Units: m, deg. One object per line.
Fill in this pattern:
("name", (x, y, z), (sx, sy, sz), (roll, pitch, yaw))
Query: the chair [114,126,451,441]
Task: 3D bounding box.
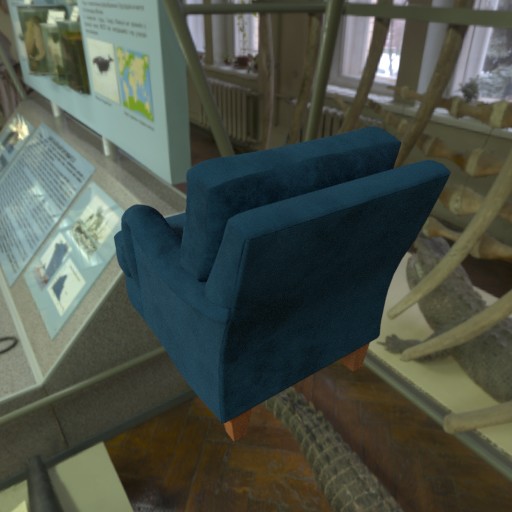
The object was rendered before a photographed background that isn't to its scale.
("chair", (0.000, 0.000, 1.852), (0.895, 1.076, 1.078), (-19, 35, -30))
